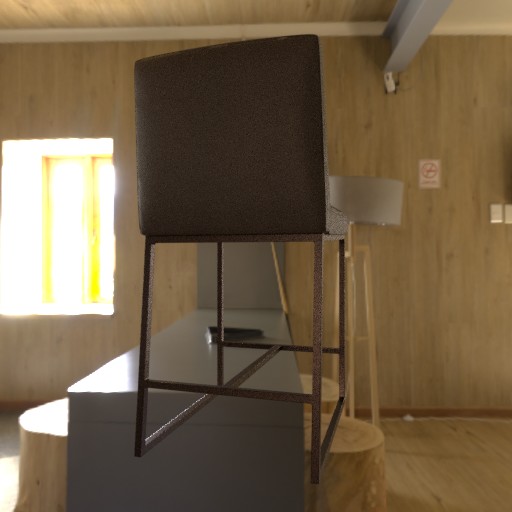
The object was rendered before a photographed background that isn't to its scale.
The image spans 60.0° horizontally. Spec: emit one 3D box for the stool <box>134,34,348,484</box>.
[{"bbox_3d":[0.000,0.000,1.237,0.463,0.946,0.562,0,0,17],"label":"stool"}]
